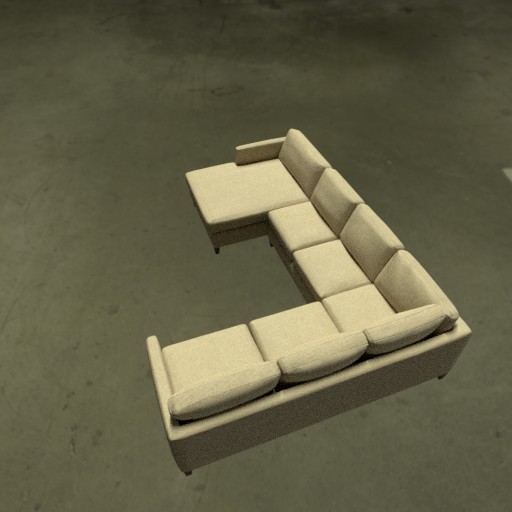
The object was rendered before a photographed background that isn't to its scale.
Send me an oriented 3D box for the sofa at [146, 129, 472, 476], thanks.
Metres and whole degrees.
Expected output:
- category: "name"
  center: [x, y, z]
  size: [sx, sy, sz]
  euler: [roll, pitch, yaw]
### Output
- category: "sofa"
  center: [0.000, 0.000, 4.640]
  size: [2.593, 0.959, 3.460]
  euler: [-15, 47, -14]
